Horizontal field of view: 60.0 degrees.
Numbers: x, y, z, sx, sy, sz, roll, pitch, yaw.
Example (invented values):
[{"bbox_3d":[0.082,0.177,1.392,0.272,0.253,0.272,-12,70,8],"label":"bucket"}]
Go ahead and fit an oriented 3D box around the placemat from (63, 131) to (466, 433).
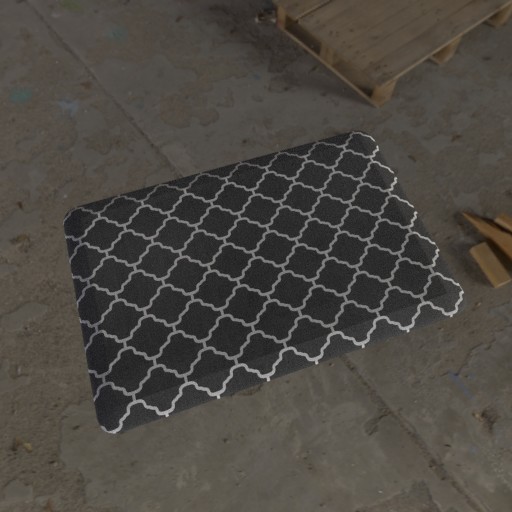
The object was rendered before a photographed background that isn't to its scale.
[{"bbox_3d":[0.000,0.000,0.948,0.762,0.021,0.508,-17,65,-8],"label":"placemat"}]
